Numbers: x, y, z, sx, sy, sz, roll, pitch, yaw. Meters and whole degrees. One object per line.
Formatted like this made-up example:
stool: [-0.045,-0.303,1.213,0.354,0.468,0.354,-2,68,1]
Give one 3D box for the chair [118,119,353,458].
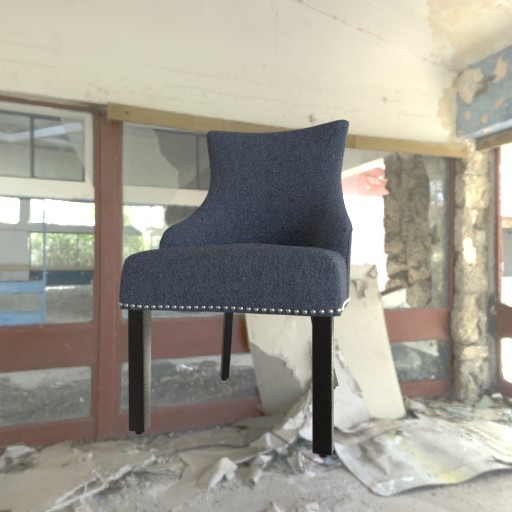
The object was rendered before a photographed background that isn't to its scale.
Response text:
chair: [0.000,0.000,1.318,0.566,0.909,0.629,0,0,16]
